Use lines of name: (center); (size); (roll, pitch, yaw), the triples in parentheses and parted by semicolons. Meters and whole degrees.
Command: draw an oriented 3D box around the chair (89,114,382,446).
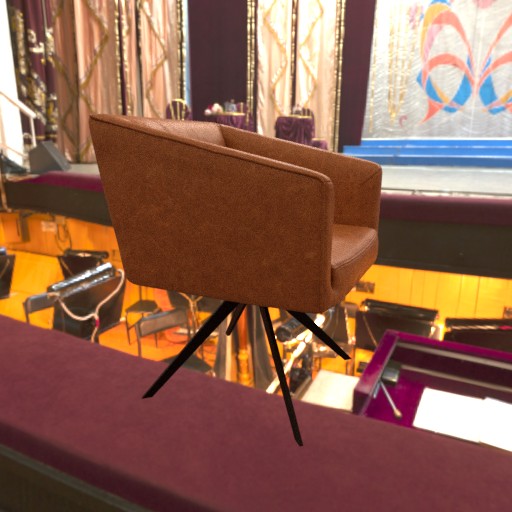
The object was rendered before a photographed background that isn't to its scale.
chair: (0.000, 0.000, 1.260); (0.625, 0.760, 0.588); (7, 16, 25)
